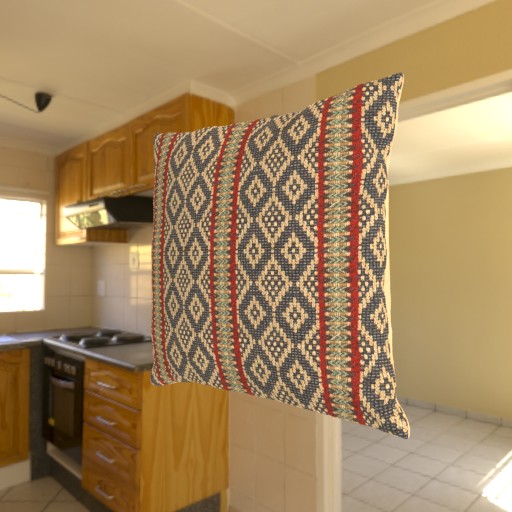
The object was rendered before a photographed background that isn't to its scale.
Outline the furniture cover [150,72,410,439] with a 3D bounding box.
[{"bbox_3d":[0.000,0.000,0.641,0.431,0.431,0.139,-2,-3,35],"label":"furniture cover"}]
